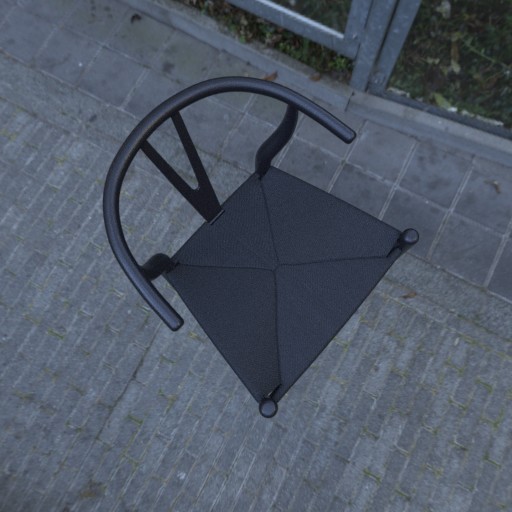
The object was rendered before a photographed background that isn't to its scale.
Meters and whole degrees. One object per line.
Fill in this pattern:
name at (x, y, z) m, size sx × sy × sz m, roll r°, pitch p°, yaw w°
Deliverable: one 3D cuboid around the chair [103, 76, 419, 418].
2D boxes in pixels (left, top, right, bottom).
chair at (0.000, 0.000, 1.171) m, size 0.579 × 0.730 × 0.569 m, roll 40°, pitch 78°, yaw 10°
